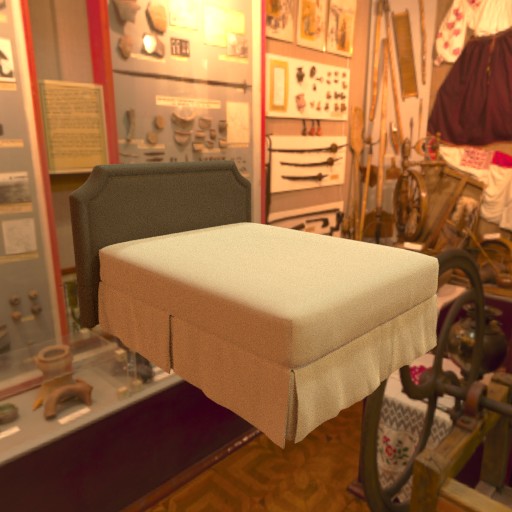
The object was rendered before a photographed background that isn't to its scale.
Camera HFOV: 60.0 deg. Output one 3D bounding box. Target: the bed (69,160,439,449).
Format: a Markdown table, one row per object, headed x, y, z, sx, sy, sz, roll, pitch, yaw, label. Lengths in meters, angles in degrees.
| x | y | z | sx | sy | sz | roll | pitch | yaw | label |
| --- | --- | --- | --- | --- | --- | --- | --- | --- | --- |
| 0.000 | 0.000 | 3.279 | 1.831 | 1.297 | 2.181 | -14 | 20 | -43 | bed |
